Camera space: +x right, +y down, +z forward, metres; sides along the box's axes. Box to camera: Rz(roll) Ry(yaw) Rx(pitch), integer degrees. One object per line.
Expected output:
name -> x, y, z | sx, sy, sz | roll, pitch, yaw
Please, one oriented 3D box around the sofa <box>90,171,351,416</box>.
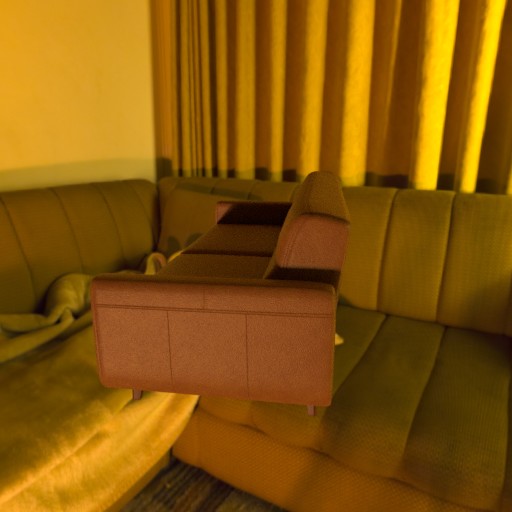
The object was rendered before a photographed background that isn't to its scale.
sofa -> 0.000, 0.000, 2.650 | 0.980, 0.892, 2.137 | 2, 15, 8
